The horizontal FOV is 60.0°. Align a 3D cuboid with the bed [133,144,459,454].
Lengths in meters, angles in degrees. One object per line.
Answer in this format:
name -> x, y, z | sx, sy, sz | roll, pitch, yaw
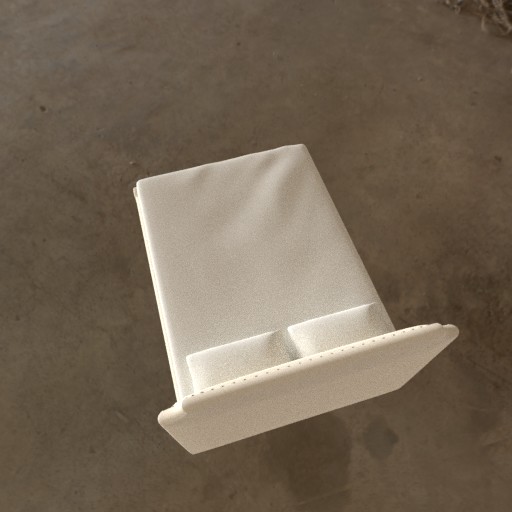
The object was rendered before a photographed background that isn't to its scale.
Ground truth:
bed -> 0.000, 0.000, 3.427 | 1.712, 1.443, 2.365 | -14, 60, -8
